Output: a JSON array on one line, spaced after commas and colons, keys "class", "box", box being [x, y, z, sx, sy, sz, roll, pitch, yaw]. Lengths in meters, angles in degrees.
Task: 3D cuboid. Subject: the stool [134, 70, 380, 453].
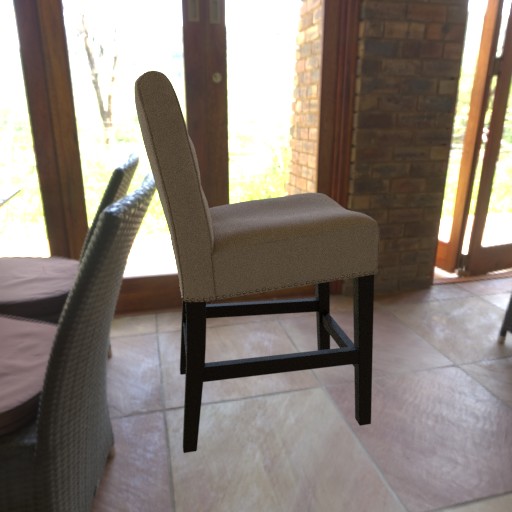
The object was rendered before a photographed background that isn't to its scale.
[{"class": "stool", "box": [0.000, 0.000, 1.193, 0.571, 0.885, 0.427, -3, 18, -10]}]
